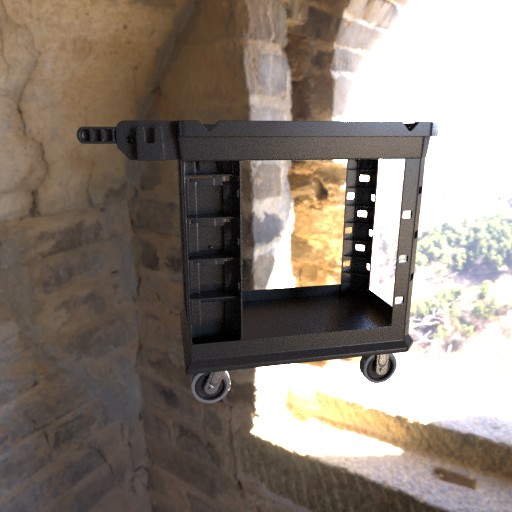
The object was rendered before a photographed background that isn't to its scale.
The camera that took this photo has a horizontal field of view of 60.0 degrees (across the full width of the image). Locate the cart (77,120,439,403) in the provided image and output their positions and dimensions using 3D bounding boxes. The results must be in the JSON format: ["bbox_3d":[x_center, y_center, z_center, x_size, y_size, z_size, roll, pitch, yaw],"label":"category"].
[{"bbox_3d":[0.000,0.000,1.536,1.061,0.884,0.497,-3,16,-11],"label":"cart"}]
